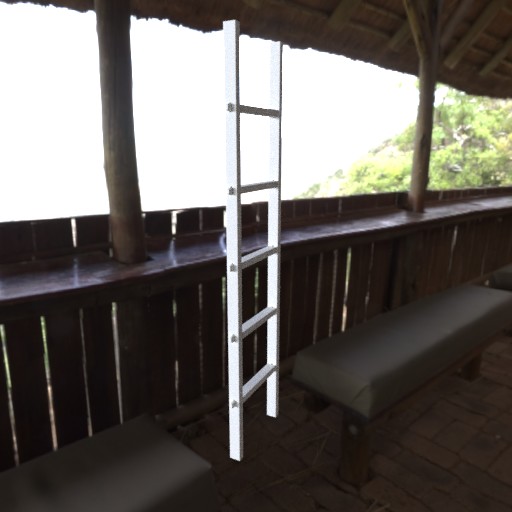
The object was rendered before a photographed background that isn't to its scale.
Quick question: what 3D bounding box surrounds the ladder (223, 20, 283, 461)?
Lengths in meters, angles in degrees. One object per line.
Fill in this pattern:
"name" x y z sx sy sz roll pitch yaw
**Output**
"ladder" 0.000 0.000 1.950 0.051 1.797 0.452 7 16 27
